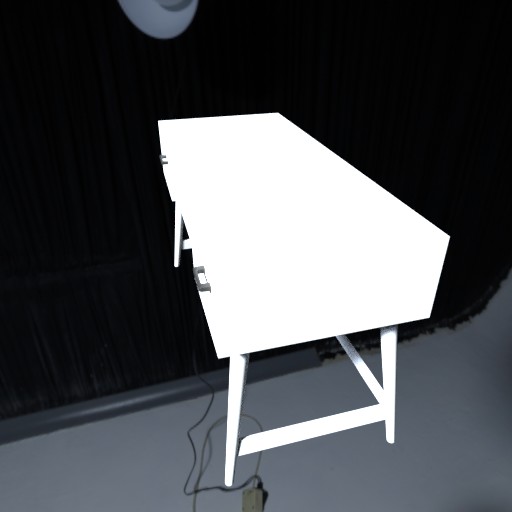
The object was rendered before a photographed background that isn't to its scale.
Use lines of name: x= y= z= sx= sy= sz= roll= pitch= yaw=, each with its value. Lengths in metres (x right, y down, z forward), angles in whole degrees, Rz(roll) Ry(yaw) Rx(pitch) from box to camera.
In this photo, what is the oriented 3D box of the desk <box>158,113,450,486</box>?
desk: x=0.000 y=0.000 z=1.724 sx=0.589 sy=0.762 sz=1.313 roll=-8 pitch=32 yaw=-13
